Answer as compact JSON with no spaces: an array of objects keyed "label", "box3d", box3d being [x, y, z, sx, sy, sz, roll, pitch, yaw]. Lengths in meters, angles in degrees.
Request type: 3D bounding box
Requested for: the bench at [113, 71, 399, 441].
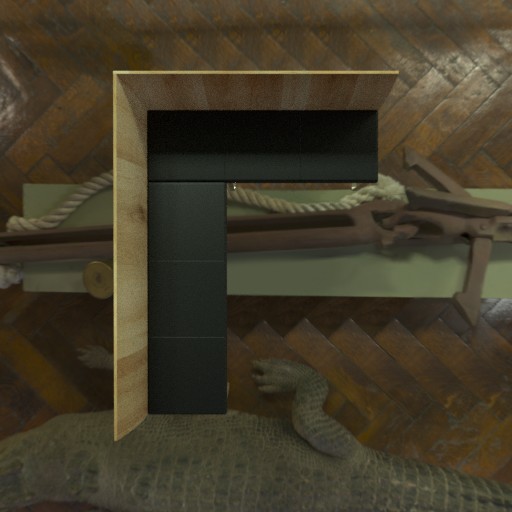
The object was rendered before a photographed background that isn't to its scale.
[{"label":"bench","box3d":[0.000,0.000,2.792,1.495,0.930,1.945,0,91,0]}]
